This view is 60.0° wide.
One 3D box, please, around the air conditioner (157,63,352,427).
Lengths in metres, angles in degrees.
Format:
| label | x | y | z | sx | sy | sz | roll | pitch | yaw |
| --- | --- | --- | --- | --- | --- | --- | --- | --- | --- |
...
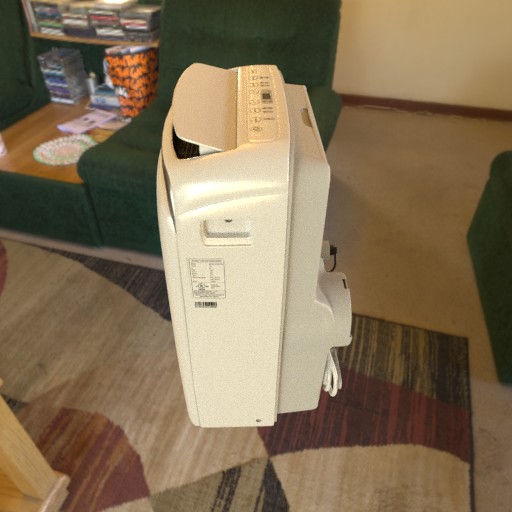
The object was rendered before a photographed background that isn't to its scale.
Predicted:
| label | x | y | z | sx | sy | sz | roll | pitch | yaw |
| --- | --- | --- | --- | --- | --- | --- | --- | --- | --- |
| air conditioner | 0.000 | 0.000 | 1.045 | 0.414 | 0.786 | 0.449 | -1 | 41 | -1 |
